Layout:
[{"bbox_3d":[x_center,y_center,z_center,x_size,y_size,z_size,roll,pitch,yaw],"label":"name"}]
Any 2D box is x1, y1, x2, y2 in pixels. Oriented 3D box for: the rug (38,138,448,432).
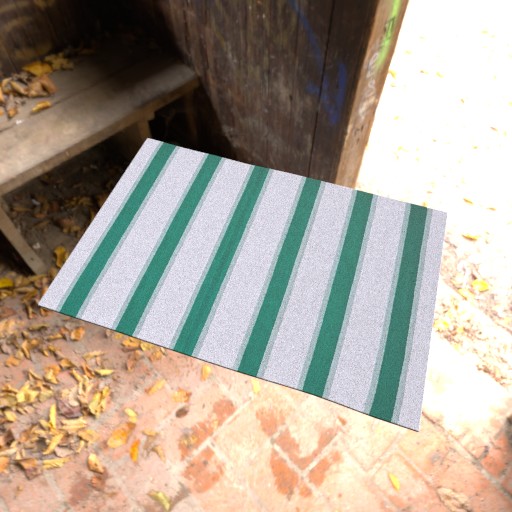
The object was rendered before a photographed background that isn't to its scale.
[{"bbox_3d":[0.000,0.000,2.297,1.829,0.012,1.210,16,59,10],"label":"rug"}]
